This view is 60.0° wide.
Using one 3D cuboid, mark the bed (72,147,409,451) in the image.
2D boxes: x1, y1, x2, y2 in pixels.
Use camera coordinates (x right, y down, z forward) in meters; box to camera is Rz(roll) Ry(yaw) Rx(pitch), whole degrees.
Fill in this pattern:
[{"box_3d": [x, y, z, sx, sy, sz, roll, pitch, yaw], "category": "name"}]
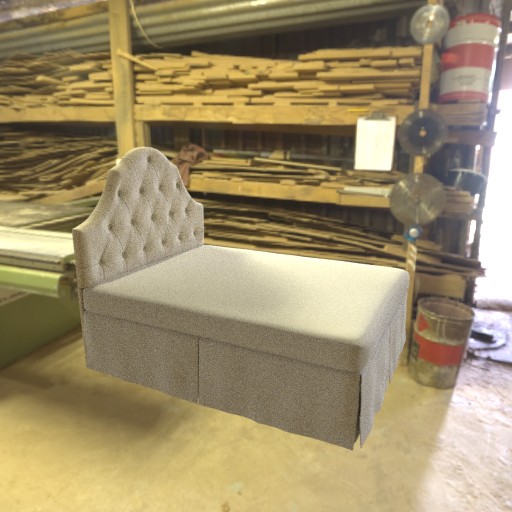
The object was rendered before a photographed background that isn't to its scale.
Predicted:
[{"box_3d": [0.000, 0.000, 3.318, 2.092, 1.575, 1.627, 7, 16, 26], "category": "bed"}]
